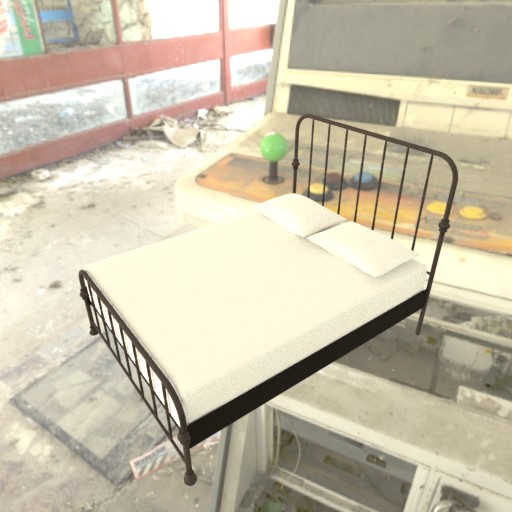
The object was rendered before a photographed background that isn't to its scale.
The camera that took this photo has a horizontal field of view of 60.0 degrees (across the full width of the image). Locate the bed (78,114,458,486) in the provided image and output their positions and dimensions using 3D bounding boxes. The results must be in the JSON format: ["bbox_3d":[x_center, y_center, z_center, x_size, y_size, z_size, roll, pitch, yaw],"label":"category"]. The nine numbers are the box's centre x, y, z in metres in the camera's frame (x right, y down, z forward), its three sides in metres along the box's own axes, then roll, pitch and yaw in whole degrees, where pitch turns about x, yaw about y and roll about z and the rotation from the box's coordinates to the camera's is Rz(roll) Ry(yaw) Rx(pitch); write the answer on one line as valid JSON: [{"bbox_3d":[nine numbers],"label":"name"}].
[{"bbox_3d":[0.000,0.000,3.154,2.134,1.446,1.616,-21,37,-31],"label":"bed"}]
